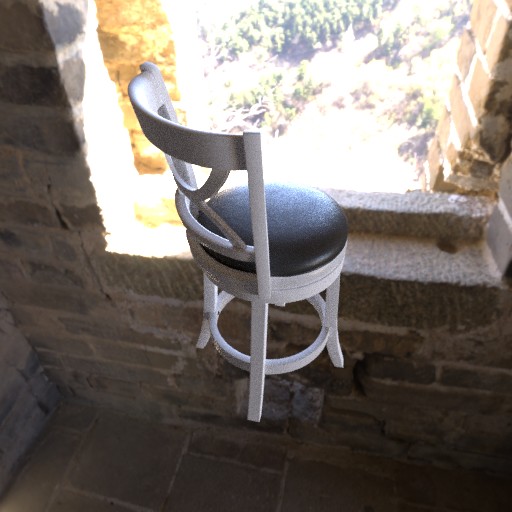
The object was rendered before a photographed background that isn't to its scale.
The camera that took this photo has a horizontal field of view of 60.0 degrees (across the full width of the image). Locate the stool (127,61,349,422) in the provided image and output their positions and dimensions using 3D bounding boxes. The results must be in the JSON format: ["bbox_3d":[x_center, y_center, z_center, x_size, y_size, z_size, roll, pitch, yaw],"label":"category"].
[{"bbox_3d":[0.000,0.000,1.207,0.508,0.953,0.444,-24,46,-26],"label":"stool"}]
